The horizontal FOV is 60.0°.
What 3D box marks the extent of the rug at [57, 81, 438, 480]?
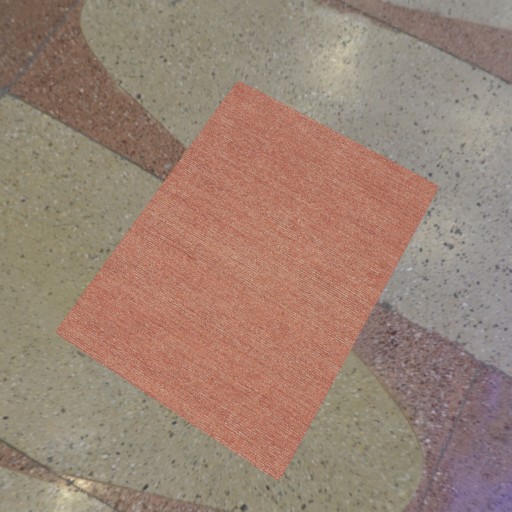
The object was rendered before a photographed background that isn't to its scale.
[{"bbox_3d":[0.000,0.000,2.837,1.594,0.009,2.112,30,77,8],"label":"rug"}]
